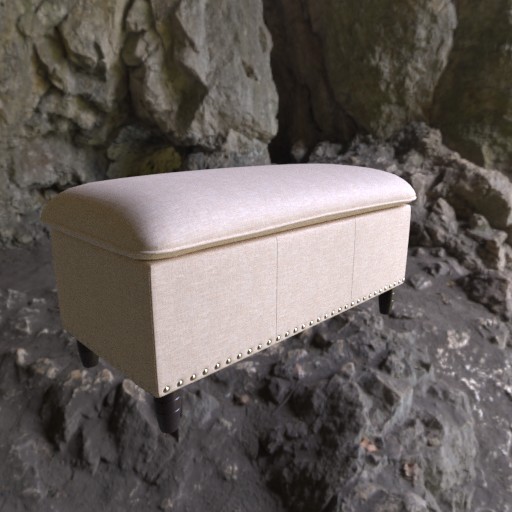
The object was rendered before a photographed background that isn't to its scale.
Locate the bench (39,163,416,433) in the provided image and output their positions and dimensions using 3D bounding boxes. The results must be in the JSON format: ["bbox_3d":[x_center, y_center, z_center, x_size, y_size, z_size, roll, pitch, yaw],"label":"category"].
[{"bbox_3d":[0.000,0.000,1.234,0.991,0.483,0.483,-15,21,-43],"label":"bench"}]
